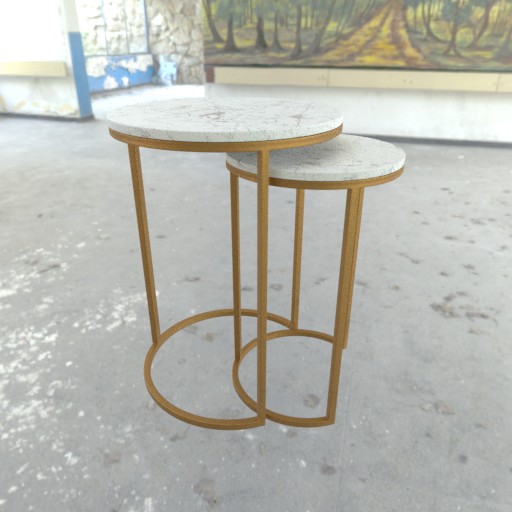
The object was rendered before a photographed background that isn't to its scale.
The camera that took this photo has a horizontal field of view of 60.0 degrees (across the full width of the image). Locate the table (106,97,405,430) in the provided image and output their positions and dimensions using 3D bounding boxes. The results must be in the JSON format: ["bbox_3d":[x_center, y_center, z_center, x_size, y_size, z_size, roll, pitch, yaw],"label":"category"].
[{"bbox_3d":[0.000,0.000,0.879,0.507,0.550,0.400,7,27,14],"label":"table"}]
